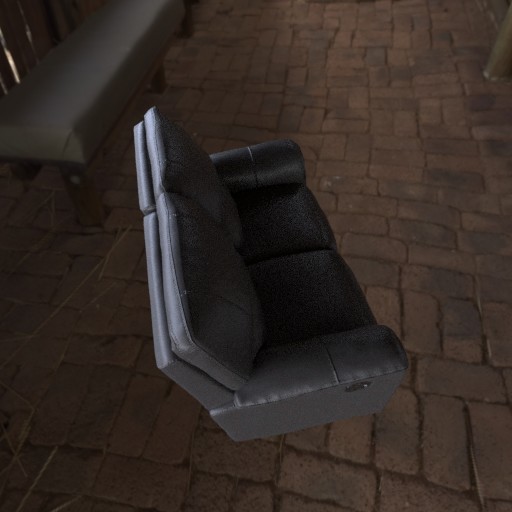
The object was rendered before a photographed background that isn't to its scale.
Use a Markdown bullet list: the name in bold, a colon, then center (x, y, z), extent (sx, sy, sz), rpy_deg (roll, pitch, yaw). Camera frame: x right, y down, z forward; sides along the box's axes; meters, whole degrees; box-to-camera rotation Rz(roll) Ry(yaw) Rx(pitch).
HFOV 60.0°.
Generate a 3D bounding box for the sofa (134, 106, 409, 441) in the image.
- **sofa**: center (0.000, 0.000, 2.453), extent (1.104, 1.111, 1.765), rpy_deg (-10, 48, -9)
